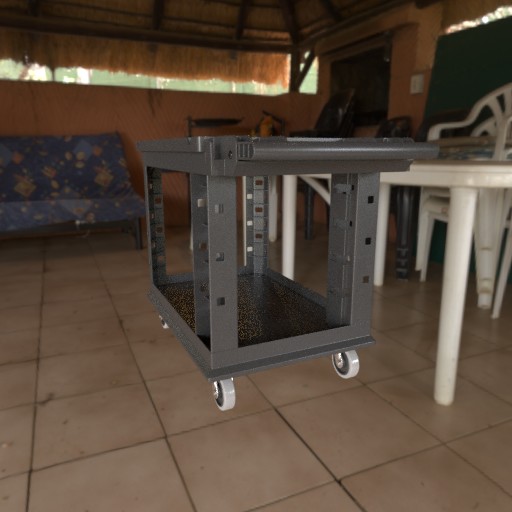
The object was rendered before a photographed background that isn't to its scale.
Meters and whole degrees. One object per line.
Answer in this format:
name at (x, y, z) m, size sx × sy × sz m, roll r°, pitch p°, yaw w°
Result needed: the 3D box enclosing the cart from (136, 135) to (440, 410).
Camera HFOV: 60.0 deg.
cart at (0.000, 0.000, 1.742) m, size 0.674 × 0.884 × 1.239 m, roll -6°, pitch 15°, yaw -24°
